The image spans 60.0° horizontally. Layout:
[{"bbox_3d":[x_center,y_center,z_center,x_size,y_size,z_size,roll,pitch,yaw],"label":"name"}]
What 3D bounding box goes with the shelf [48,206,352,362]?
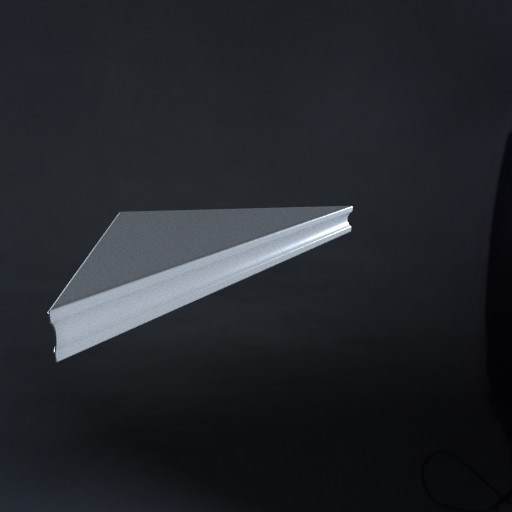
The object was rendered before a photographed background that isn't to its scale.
[{"bbox_3d":[0.000,0.000,0.428,0.296,0.035,0.296,-2,17,-8],"label":"shelf"}]
